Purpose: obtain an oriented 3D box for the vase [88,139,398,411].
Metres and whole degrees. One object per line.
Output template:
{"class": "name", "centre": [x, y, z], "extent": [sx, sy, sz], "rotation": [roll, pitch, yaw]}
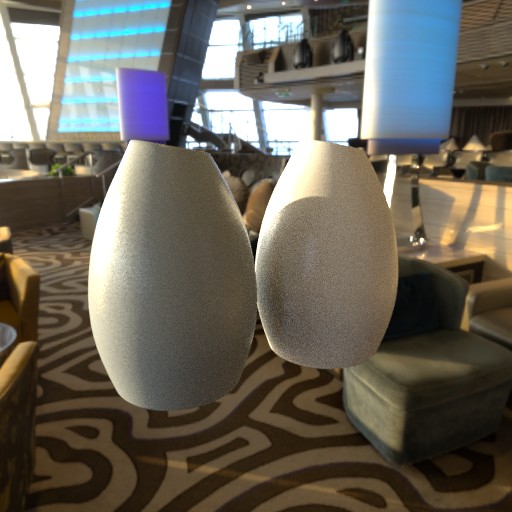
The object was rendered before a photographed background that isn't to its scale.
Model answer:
{"class": "vase", "centre": [0.000, 0.000, 0.258], "extent": [0.187, 0.131, 0.089], "rotation": [-7, 16, -25]}
